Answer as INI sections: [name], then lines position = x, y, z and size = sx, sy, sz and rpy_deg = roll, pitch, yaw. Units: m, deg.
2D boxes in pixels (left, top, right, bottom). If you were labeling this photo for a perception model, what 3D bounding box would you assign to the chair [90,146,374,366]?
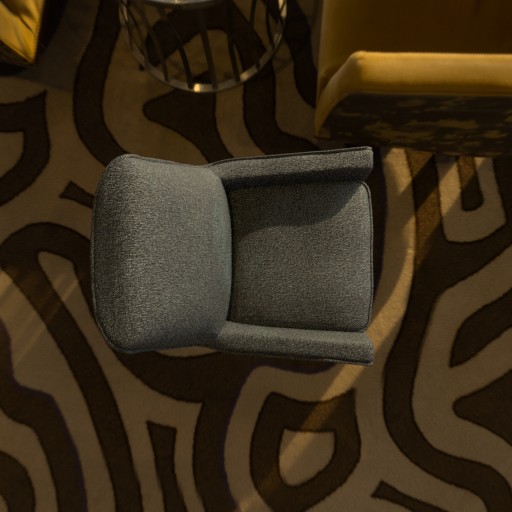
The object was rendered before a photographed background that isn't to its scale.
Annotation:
[chair]
position = 0.000, 0.000, 1.556
size = 0.859, 0.883, 0.763
rpy_deg = 0, 89, -1
